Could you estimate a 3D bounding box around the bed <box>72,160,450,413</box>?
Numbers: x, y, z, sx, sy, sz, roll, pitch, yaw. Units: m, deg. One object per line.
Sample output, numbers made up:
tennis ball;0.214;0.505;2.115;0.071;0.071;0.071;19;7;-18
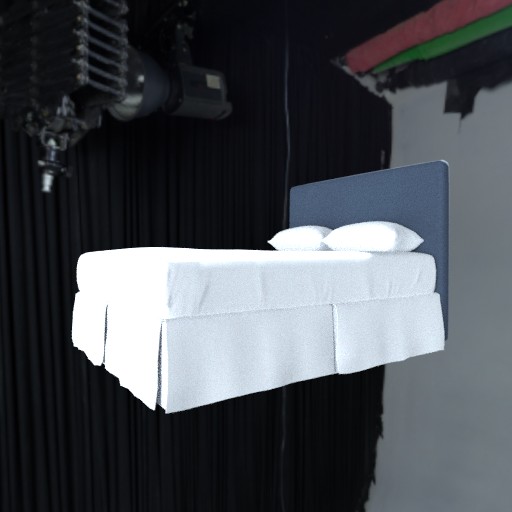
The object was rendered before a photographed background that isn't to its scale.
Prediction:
bed;0.000;0.000;3.114;2.162;1.330;1.713;-1;1;-35
